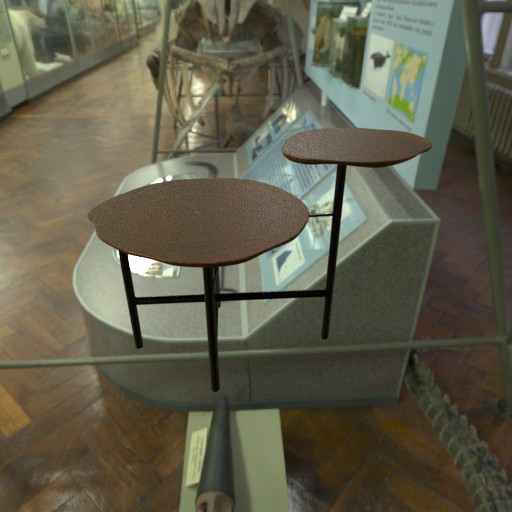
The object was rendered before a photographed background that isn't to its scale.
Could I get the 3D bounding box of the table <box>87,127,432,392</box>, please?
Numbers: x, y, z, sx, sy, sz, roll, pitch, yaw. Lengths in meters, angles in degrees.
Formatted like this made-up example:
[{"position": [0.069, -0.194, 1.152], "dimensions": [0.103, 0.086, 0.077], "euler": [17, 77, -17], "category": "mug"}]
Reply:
[{"position": [0.000, 0.000, 1.067], "dimensions": [0.759, 0.538, 0.442], "euler": [-2, 30, -3], "category": "table"}]
